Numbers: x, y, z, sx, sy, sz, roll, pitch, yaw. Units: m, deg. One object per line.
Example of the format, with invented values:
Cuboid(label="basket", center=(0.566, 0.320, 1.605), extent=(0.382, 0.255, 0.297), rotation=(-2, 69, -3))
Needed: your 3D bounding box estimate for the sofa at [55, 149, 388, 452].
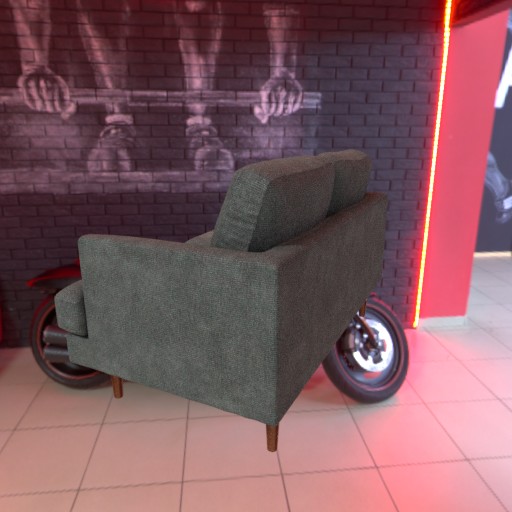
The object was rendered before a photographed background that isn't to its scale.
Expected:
Cuboid(label="sofa", center=(0.000, 0.000, 2.092), extent=(0.903, 0.956, 1.582), rotation=(8, 18, 26))
